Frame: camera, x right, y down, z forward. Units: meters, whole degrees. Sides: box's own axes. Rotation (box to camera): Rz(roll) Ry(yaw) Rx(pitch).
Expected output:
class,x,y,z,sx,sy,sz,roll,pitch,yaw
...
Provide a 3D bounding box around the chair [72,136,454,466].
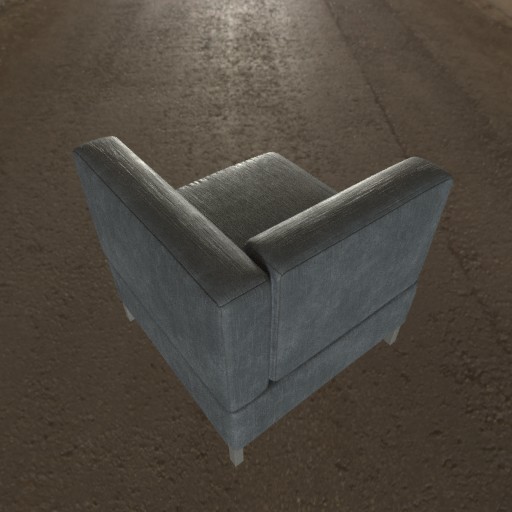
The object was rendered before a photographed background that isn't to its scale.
class,x,y,z,sx,sy,sz,roll,pitch,yaw
chair,0.000,0.000,1.252,0.680,0.660,0.680,-28,50,-26
